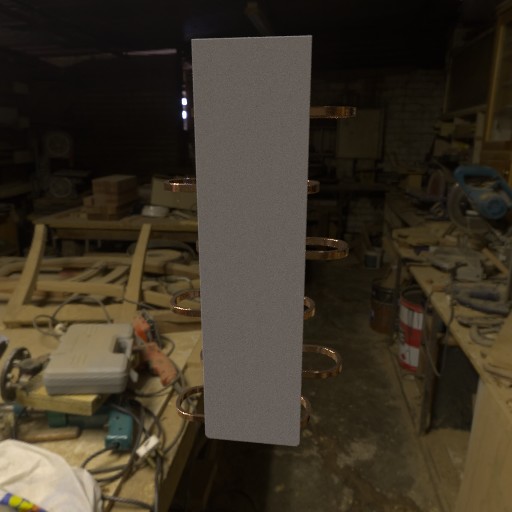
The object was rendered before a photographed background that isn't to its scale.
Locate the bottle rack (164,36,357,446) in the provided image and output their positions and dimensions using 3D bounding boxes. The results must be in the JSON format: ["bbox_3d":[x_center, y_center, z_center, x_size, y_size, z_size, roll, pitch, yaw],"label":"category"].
[{"bbox_3d":[0.000,0.000,0.812,0.332,0.709,0.118,2,16,8],"label":"bottle rack"}]
